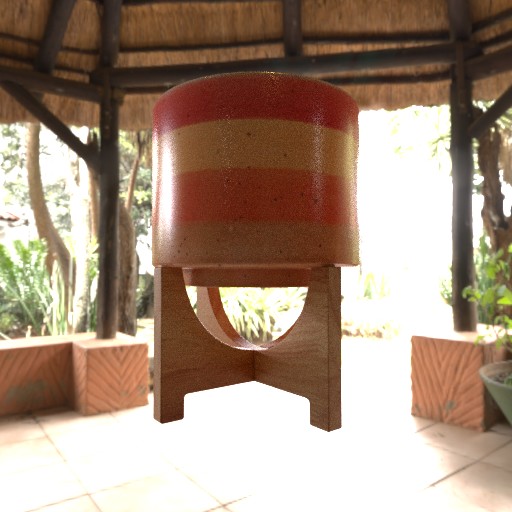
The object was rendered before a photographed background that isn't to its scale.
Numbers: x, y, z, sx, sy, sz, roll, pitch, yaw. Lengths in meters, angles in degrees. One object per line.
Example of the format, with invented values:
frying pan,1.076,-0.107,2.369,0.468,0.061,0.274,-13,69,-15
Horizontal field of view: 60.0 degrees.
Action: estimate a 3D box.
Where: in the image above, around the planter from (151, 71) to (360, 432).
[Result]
planter,0.000,0.000,0.416,0.199,0.268,0.199,0,-2,0
